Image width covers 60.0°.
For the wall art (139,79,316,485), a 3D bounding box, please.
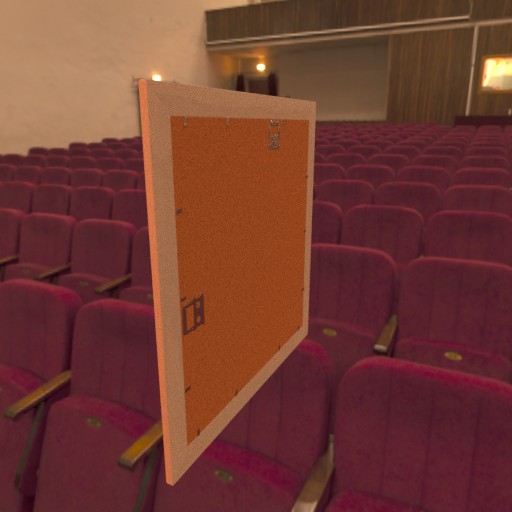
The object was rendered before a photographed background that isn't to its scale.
[{"bbox_3d":[0.000,0.000,0.851,0.013,0.584,0.584,8,18,26],"label":"wall art"}]
